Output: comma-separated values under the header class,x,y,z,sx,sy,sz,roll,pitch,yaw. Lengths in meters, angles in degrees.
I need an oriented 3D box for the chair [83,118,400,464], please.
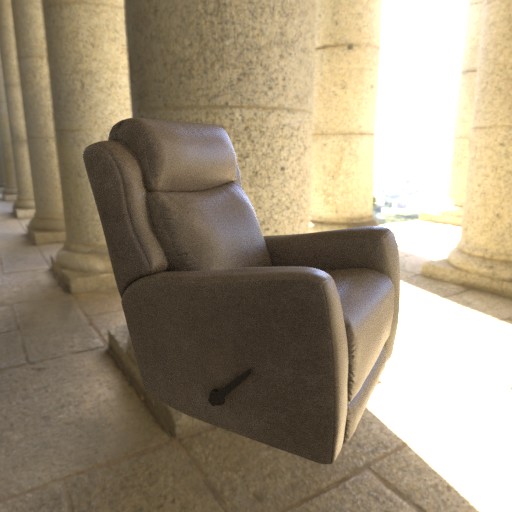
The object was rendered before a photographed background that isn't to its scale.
class,x,y,z,sx,sy,sz,roll,pitch,yaw
chair,0.000,0.000,1.875,1.068,1.116,0.967,7,16,28
